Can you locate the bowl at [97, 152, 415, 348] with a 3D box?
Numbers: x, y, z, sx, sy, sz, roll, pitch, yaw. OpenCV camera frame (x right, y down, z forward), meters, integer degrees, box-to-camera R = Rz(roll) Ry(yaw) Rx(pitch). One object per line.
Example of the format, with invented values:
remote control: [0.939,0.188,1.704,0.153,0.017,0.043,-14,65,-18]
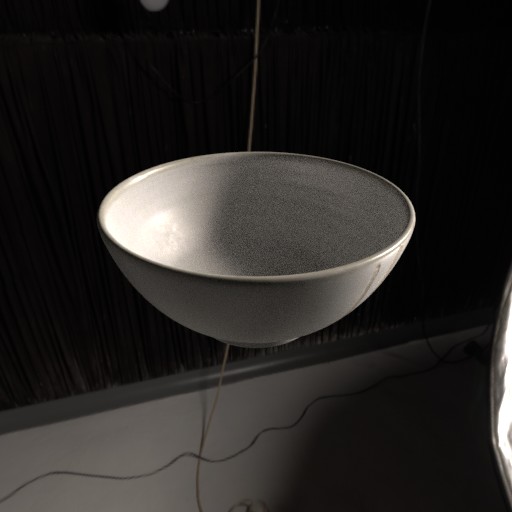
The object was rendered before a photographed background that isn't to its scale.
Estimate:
bowl: [0.000,0.000,0.419,0.268,0.121,0.268,0,30,0]
